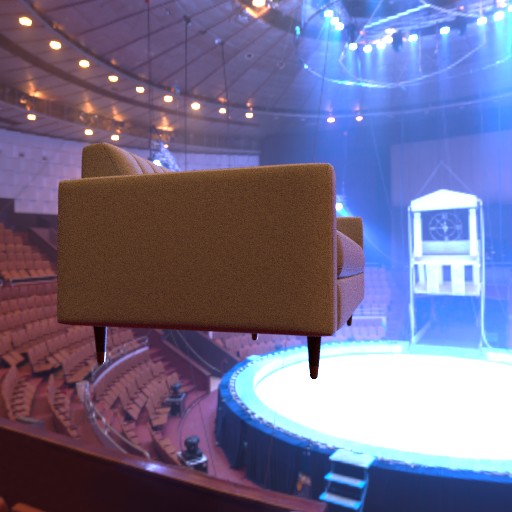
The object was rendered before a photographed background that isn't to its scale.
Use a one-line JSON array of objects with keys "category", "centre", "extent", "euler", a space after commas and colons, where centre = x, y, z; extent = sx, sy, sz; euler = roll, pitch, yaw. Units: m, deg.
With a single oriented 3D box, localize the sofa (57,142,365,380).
[{"category": "sofa", "centre": [0.000, 0.000, 2.119], "extent": [0.950, 0.801, 1.585], "euler": [0, -1, 17]}]
